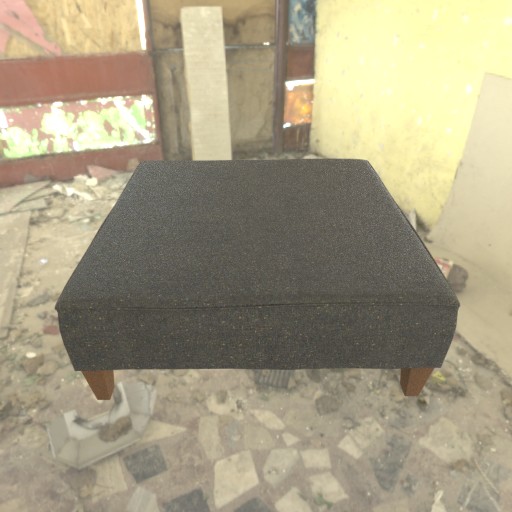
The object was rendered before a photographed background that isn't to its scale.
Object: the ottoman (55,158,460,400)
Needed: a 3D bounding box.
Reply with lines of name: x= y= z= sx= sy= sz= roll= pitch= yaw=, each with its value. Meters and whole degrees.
ottoman: x=0.000 y=0.000 z=1.545 sx=0.968 sy=0.382 sz=1.004 roll=0 pitch=32 yaw=-1
